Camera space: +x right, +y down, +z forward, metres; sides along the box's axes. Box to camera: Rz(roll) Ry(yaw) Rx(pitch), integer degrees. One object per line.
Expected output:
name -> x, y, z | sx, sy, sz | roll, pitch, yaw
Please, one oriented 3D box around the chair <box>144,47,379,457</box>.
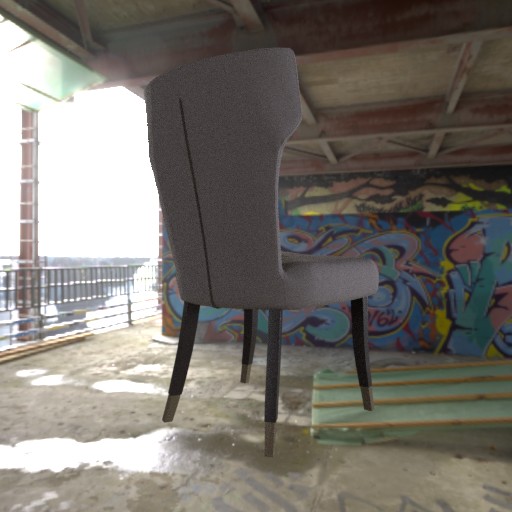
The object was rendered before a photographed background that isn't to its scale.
chair -> 0.000, 0.000, 1.311 | 0.526, 0.950, 0.630 | 0, 0, 37
